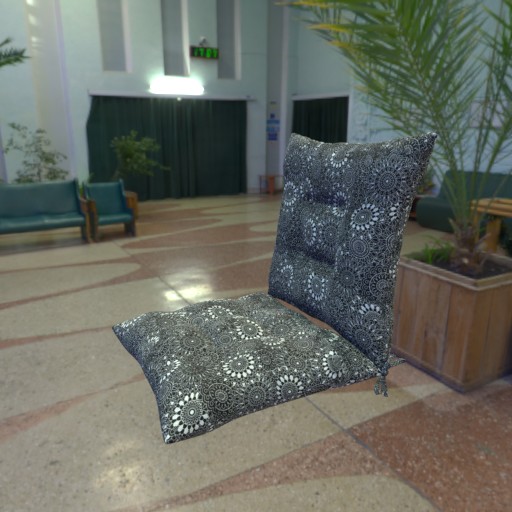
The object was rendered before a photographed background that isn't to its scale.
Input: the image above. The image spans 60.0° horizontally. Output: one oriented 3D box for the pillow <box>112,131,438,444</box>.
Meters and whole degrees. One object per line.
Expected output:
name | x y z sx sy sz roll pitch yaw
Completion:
pillow | 0.000 0.000 0.994 0.585 0.536 0.541 -8 17 -26
